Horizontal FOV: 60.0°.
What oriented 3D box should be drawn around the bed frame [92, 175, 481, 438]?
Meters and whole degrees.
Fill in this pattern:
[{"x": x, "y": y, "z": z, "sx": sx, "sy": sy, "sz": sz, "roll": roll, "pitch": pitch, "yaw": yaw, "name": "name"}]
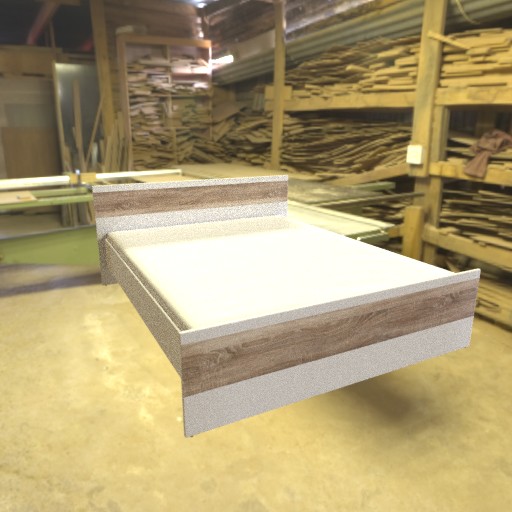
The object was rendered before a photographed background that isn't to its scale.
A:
[{"x": 0.000, "y": 0.000, "z": 2.959, "sx": 1.720, "sy": 0.800, "sz": 2.060, "roll": -8, "pitch": 18, "yaw": -26, "name": "bed frame"}]
